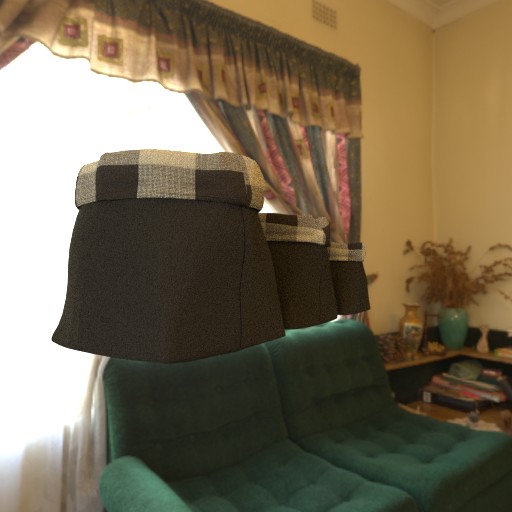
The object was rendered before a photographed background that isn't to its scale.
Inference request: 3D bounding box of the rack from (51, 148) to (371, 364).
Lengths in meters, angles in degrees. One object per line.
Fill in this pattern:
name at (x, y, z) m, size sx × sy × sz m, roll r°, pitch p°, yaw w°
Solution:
rack at (0.000, 0.000, 1.048) m, size 0.370 × 0.329 × 0.889 m, roll -1°, pitch -1°, yaw 36°
